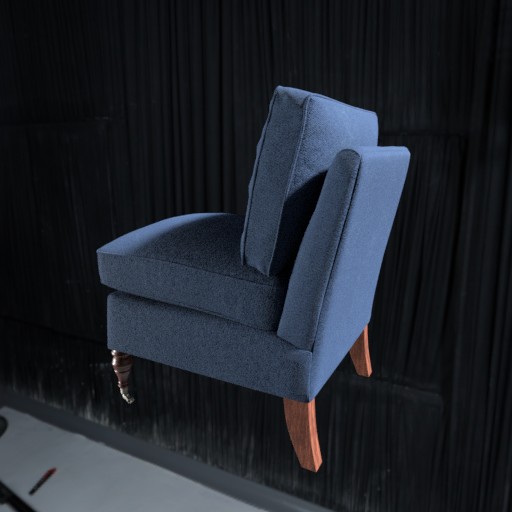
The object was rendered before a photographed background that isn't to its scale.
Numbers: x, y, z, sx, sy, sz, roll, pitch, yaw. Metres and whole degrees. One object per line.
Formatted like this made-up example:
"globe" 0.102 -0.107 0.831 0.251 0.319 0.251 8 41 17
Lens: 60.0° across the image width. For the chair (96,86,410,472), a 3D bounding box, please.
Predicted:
"chair" 0.000 0.000 1.599 0.912 1.052 0.724 7 15 27
